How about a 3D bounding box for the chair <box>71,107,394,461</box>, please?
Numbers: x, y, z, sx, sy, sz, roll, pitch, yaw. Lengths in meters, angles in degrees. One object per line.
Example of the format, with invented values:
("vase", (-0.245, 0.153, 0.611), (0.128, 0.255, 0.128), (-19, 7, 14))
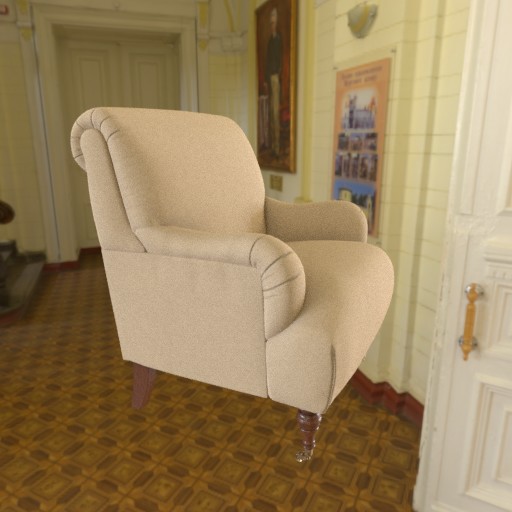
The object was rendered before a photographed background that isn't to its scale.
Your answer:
("chair", (0.000, 0.000, 1.482), (0.842, 0.942, 0.766), (7, 17, 26))
